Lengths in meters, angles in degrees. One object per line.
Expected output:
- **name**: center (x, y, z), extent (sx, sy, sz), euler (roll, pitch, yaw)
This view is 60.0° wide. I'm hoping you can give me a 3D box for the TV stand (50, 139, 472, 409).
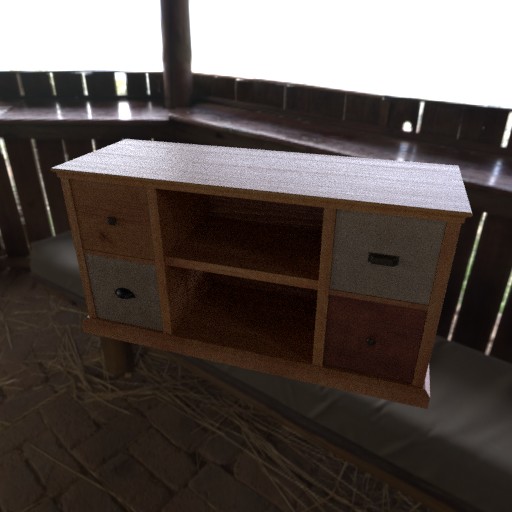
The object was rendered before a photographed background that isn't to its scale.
- **TV stand**: center (0.000, 0.000, 1.485), extent (1.181, 0.607, 0.417), euler (9, 29, 16)
